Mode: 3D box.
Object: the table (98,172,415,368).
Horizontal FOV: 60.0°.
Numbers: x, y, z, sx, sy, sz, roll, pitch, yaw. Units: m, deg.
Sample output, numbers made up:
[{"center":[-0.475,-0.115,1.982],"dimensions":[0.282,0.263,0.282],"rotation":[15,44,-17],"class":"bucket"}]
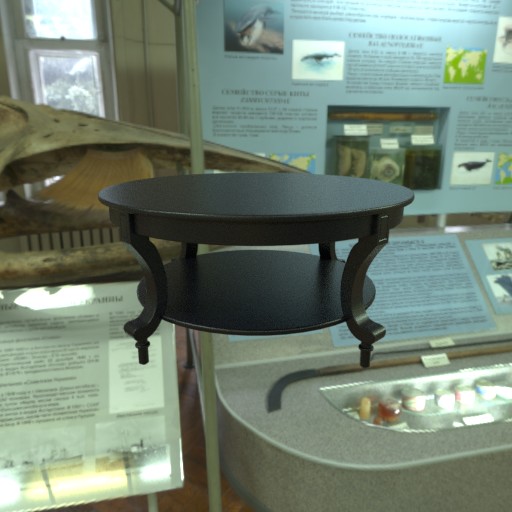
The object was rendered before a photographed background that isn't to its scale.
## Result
[{"center":[0.000,0.000,1.583],"dimensions":[1.029,0.491,1.029],"rotation":[0,16,0],"class":"table"}]
